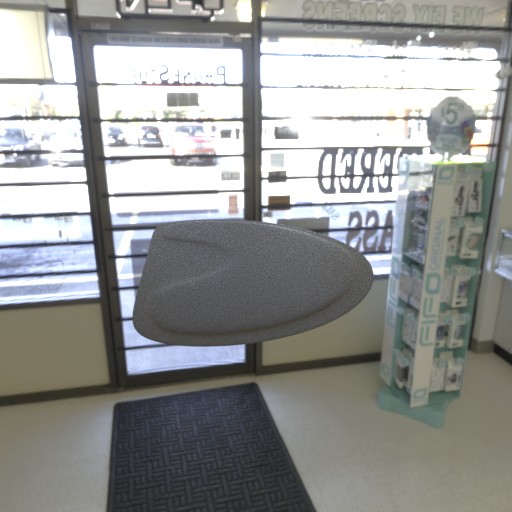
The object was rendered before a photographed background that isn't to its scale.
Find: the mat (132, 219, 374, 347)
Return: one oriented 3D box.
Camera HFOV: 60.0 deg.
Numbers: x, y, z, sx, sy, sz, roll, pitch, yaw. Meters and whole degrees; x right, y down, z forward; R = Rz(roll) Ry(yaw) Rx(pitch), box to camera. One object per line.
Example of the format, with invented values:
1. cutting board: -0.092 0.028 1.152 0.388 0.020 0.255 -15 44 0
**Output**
1. mat: 0.000 0.000 1.876 0.913 0.013 1.524 -3 17 -9
